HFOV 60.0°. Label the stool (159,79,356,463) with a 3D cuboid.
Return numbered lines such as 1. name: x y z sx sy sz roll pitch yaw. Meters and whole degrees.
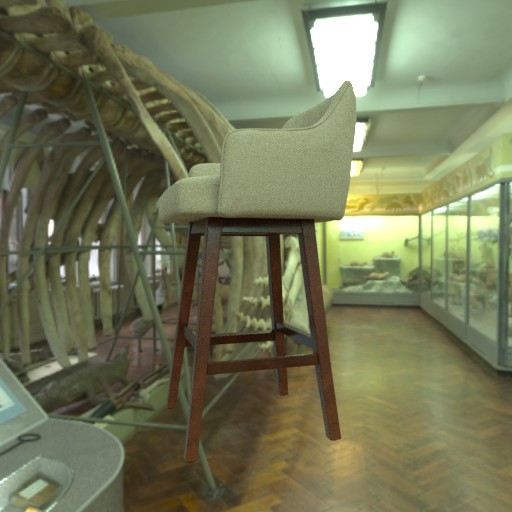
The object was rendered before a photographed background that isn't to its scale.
1. stool: 0.000 0.000 1.390 0.560 1.041 0.550 0 1 -18
